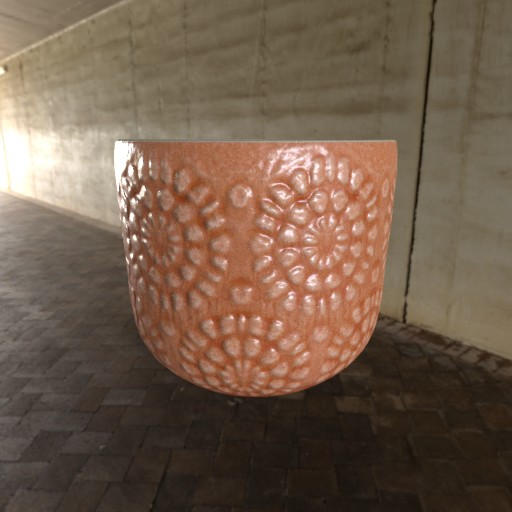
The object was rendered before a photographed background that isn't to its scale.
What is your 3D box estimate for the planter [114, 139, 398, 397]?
[{"bbox_3d":[0.000,0.000,0.215,0.124,0.109,0.124,0,15,0],"label":"planter"}]
